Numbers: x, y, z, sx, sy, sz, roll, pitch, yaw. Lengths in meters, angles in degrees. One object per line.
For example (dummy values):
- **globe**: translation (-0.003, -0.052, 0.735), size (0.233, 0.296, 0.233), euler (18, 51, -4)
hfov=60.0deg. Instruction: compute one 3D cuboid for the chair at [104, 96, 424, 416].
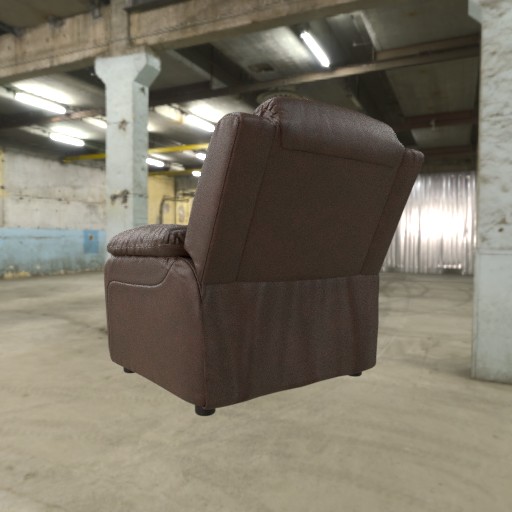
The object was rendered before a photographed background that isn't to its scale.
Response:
- **chair**: translation (0.000, 0.000, 1.263), size (0.680, 0.702, 0.707), euler (-1, 2, -37)
